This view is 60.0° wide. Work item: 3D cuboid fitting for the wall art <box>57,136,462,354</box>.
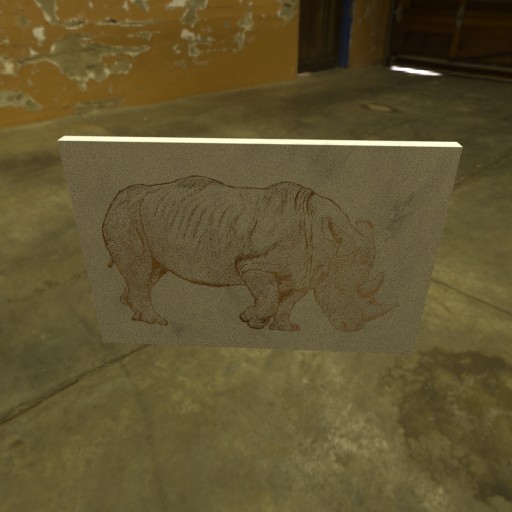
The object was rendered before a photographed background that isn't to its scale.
[{"bbox_3d":[0.000,0.000,1.171,0.915,0.610,0.038,2,31,3],"label":"wall art"}]
